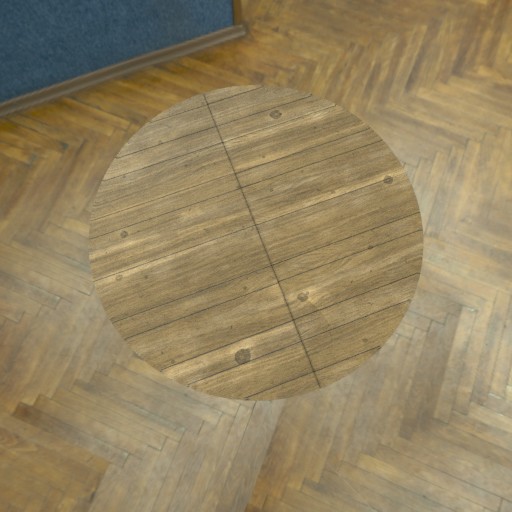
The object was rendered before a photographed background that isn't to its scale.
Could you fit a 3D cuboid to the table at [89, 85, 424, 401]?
[{"bbox_3d":[0.000,0.000,1.980,1.213,0.764,1.213,0,73,0],"label":"table"}]
